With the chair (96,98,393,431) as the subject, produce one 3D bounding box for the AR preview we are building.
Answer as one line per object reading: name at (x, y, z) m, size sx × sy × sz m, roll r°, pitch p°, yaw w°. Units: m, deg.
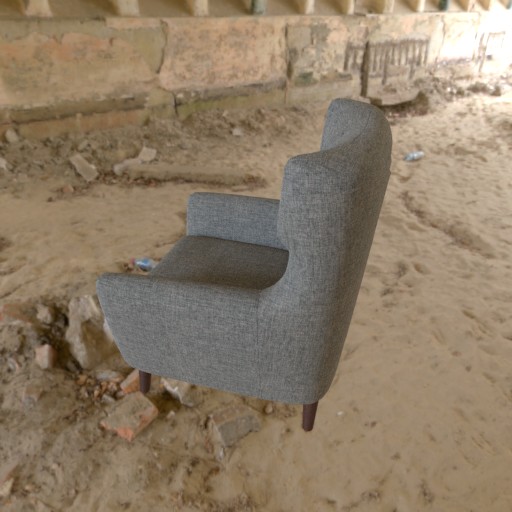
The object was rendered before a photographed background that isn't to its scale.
chair at (0.000, 0.000, 1.722) m, size 0.904 × 1.063 × 0.878 m, roll 8°, pitch 30°, yaw 14°
